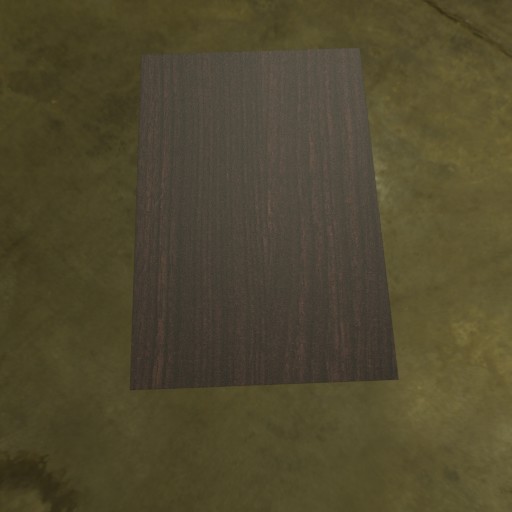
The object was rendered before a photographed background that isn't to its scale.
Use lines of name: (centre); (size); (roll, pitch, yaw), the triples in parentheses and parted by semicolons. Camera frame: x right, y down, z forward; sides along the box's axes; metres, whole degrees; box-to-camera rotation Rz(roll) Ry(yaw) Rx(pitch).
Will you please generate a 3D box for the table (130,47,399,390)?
table: (0.000, 0.000, 1.083); (0.406, 0.711, 0.591); (-2, 75, -1)
